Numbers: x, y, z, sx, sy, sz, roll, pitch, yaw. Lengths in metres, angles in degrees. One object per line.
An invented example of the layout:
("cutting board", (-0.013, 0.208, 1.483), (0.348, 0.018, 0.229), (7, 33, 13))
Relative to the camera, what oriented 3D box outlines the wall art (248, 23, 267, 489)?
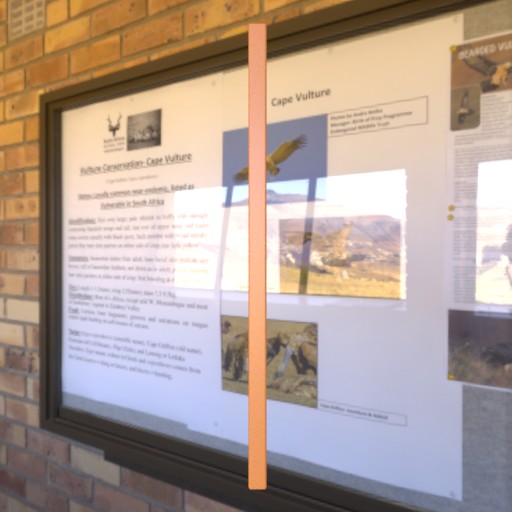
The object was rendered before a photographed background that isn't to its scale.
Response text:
("wall art", (0.000, 0.000, 0.515), (0.015, 0.379, 0.310), (0, 0, 0))
